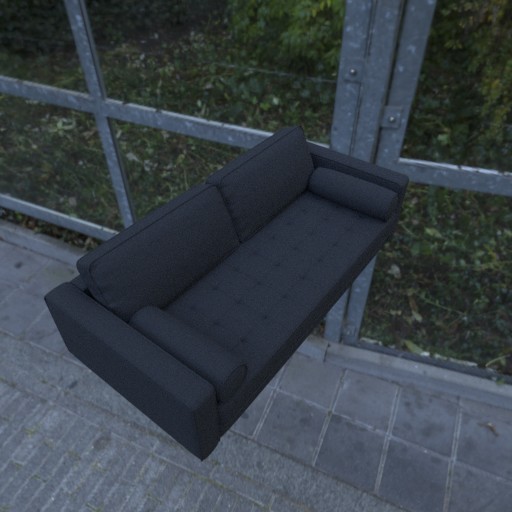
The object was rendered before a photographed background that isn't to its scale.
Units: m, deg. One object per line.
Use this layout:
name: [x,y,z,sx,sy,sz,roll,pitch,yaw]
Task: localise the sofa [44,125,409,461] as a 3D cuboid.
sofa: [0.000,0.000,2.384,0.914,0.759,1.875,27,49,27]
